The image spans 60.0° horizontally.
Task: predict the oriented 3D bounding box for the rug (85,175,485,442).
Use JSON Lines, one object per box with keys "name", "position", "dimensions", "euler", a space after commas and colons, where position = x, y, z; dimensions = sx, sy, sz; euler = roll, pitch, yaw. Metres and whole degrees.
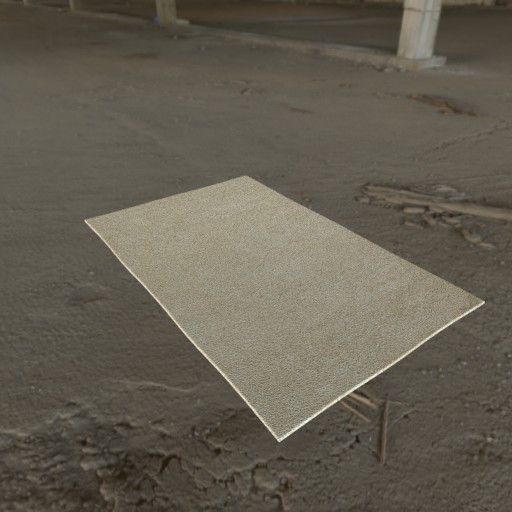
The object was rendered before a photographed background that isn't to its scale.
{"name": "rug", "position": [0.000, 0.000, 2.944], "dimensions": [1.500, 0.025, 2.346], "euler": [-21, 38, -30]}
